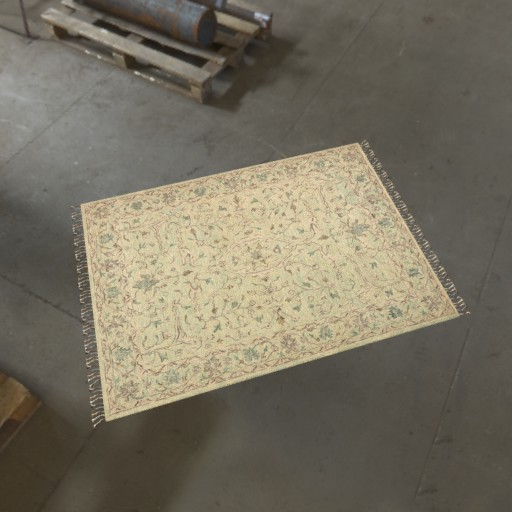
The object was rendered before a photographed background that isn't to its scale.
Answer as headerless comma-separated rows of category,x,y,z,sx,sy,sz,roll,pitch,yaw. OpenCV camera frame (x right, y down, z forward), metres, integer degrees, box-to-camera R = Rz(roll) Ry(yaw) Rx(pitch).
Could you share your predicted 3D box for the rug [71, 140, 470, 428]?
rug,0.000,0.000,2.311,1.802,0.008,1.247,-14,59,-9
